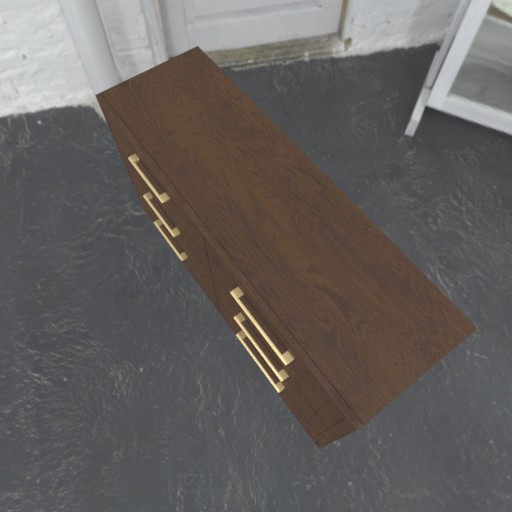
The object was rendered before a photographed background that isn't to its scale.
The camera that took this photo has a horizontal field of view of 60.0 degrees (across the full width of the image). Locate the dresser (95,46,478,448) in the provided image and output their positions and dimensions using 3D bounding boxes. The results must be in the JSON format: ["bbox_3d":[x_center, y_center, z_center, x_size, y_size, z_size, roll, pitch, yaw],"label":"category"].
[{"bbox_3d":[0.000,0.000,1.915,0.512,0.889,1.523,-33,68,-15],"label":"dresser"}]
